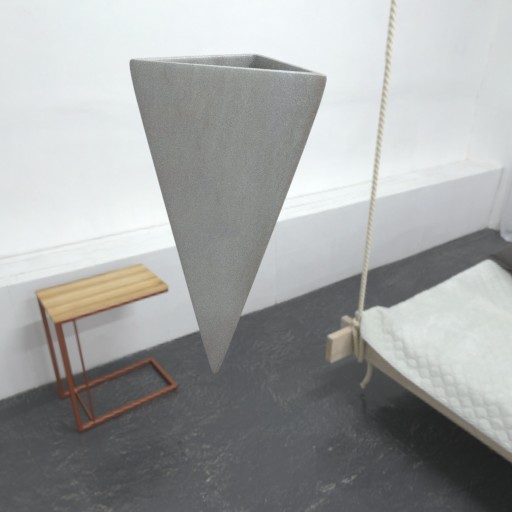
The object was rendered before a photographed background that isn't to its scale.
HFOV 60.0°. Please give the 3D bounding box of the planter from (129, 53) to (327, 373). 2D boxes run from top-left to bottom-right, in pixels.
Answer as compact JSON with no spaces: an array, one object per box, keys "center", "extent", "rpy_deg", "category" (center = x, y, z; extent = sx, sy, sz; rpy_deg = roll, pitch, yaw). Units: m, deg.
[{"center":[0.000,0.000,0.158],"extent":[0.047,0.130,0.058],"rpy_deg":[18,31,32],"category":"planter"}]
